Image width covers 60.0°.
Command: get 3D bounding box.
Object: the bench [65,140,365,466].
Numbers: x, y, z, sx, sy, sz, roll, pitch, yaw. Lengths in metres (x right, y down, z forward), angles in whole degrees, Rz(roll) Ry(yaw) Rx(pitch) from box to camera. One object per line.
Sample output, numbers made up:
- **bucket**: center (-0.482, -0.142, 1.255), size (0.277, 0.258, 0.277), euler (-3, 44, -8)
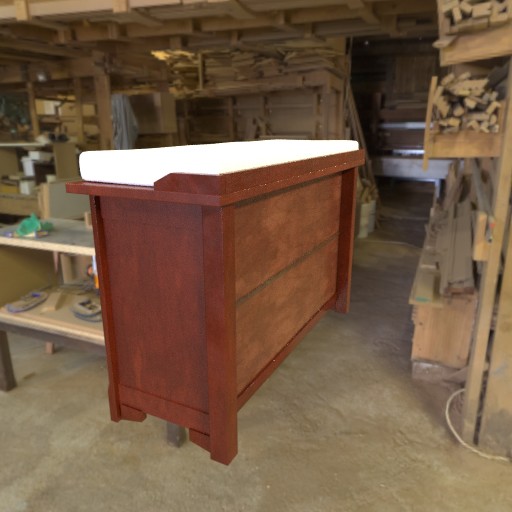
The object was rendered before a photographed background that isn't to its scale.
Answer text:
- **bench**: center (0.000, 0.000, 1.319), size (0.369, 0.646, 0.987), euler (8, 18, 26)
